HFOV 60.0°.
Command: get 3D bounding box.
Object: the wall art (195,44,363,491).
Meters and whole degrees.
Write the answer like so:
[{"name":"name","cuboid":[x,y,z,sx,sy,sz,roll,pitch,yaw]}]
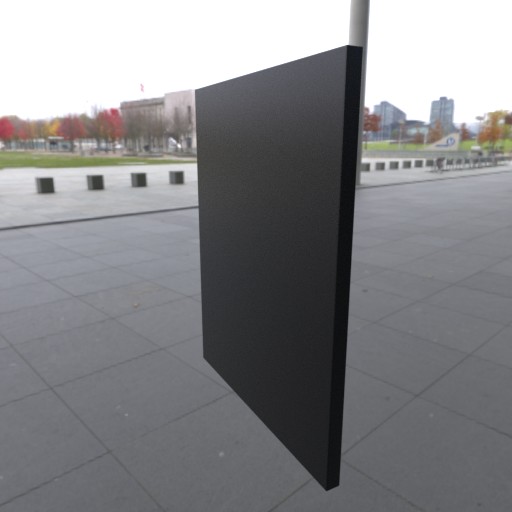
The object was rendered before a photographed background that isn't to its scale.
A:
[{"name":"wall art","cuboid":[0.000,0.000,1.555,0.053,1.194,0.950,-8,16,-28]}]
